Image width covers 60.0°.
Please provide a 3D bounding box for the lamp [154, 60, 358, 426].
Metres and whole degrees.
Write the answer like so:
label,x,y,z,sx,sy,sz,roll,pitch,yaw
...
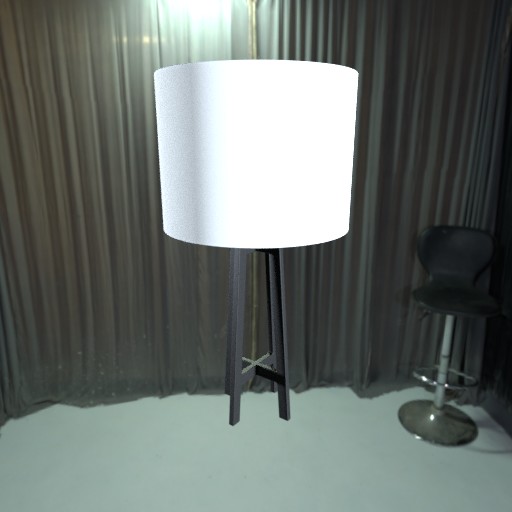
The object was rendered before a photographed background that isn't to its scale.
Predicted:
label,x,y,z,sx,sy,sz,roll,pitch,yaw
lamp,0.000,0.000,0.636,0.257,0.489,0.257,-2,15,-8
